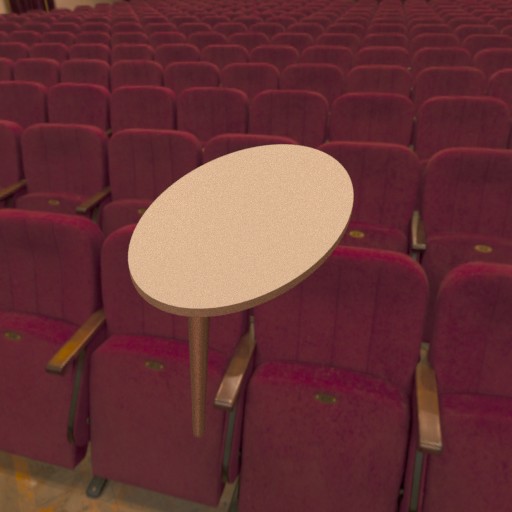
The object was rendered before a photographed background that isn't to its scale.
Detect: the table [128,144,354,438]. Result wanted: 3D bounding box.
[{"bbox_3d":[0.000,0.000,1.360,0.542,0.390,1.083,8,31,13],"label":"table"}]
